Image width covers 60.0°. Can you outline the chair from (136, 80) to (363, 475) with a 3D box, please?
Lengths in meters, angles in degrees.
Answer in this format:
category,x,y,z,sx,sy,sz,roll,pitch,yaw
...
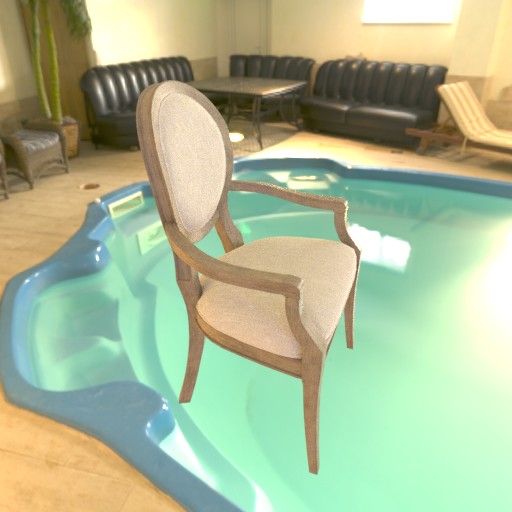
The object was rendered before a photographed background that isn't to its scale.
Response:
category,x,y,z,sx,sy,sz,roll,pitch,yaw
chair,0.000,0.000,1.368,0.602,0.991,0.611,10,30,18
